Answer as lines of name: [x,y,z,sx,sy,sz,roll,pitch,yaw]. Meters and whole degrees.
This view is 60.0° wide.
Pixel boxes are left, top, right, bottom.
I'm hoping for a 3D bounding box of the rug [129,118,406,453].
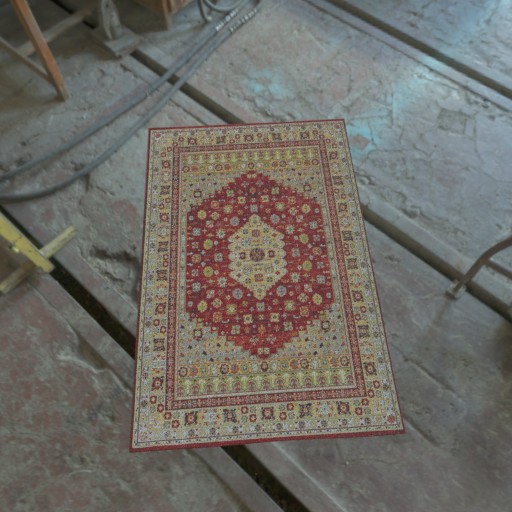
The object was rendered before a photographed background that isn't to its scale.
rug: [0.000,0.000,2.303,1.194,0.013,1.802,-3,64,-2]
